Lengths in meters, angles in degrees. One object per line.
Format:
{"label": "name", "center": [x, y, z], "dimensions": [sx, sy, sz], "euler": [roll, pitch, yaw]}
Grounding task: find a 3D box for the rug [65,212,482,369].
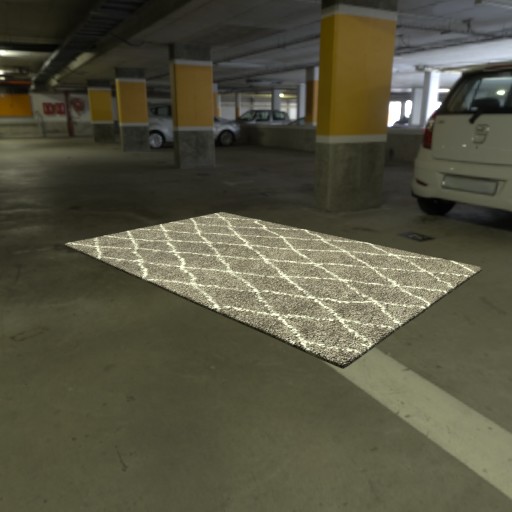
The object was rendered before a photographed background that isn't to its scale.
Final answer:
{"label": "rug", "center": [0.000, 0.000, 3.417], "dimensions": [2.743, 0.030, 1.778], "euler": [16, 24, 41]}
